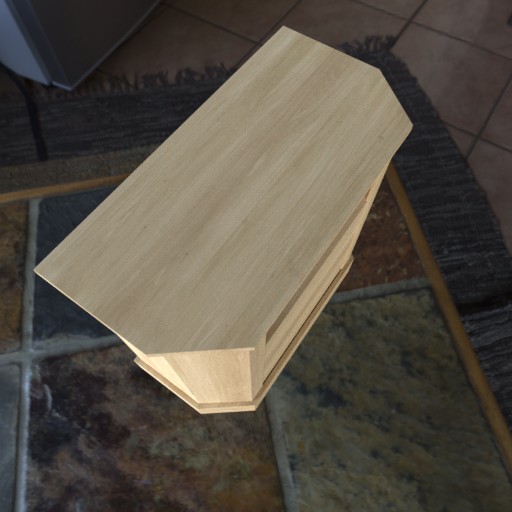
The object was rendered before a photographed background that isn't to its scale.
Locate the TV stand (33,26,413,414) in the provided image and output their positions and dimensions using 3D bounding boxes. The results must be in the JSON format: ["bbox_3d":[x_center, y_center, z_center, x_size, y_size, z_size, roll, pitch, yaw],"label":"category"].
[{"bbox_3d":[0.000,0.000,1.283,0.425,0.781,0.851,32,68,15],"label":"TV stand"}]
